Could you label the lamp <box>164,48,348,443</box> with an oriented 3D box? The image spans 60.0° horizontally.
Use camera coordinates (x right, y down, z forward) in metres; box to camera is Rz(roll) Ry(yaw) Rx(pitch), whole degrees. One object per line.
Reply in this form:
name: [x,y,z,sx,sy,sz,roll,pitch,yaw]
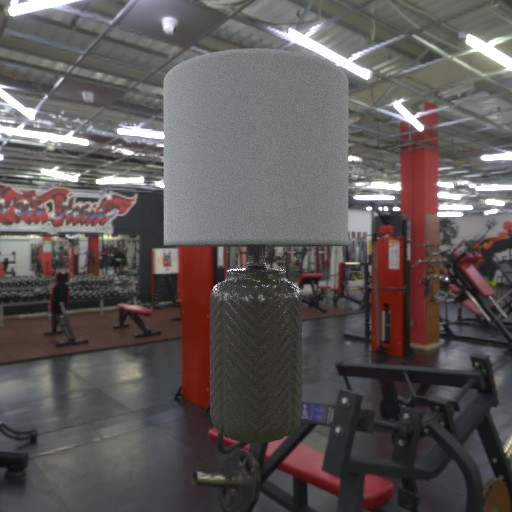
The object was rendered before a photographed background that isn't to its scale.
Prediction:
lamp: [0.000,0.000,0.500,0.203,0.389,0.203,0,1,-36]
